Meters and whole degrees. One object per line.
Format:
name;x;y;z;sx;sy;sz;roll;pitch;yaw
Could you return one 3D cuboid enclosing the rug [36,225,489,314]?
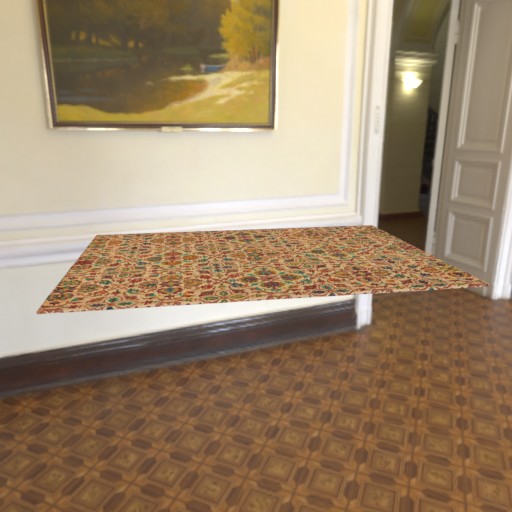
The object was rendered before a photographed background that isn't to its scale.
rug;0.000;0.000;2.935;2.297;0.018;1.541;-3;16;-9
